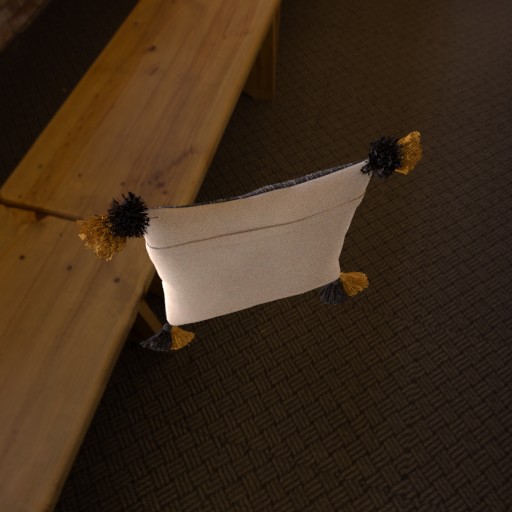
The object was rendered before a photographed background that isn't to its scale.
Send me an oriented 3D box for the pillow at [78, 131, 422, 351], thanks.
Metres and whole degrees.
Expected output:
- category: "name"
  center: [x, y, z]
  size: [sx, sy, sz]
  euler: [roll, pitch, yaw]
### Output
- category: "pillow"
  center: [0.000, 0.000, 1.005]
  size: [0.654, 0.659, 0.139]
  euler: [-14, 60, -8]
